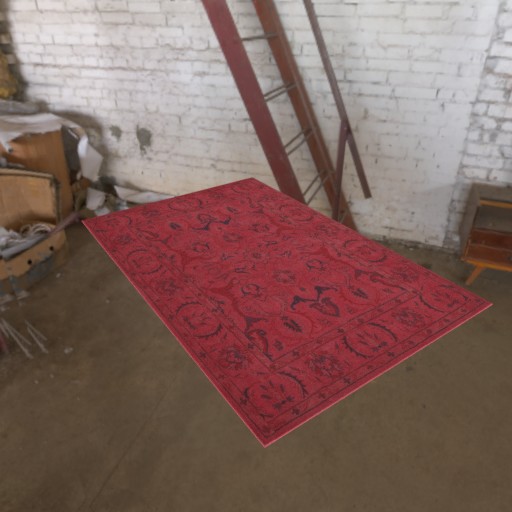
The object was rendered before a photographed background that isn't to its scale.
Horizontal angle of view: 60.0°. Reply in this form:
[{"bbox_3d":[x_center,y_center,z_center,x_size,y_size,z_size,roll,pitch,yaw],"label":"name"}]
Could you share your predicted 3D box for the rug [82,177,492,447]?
[{"bbox_3d":[0.000,0.000,2.239,1.209,0.008,1.814,-20,36,-29],"label":"rug"}]
